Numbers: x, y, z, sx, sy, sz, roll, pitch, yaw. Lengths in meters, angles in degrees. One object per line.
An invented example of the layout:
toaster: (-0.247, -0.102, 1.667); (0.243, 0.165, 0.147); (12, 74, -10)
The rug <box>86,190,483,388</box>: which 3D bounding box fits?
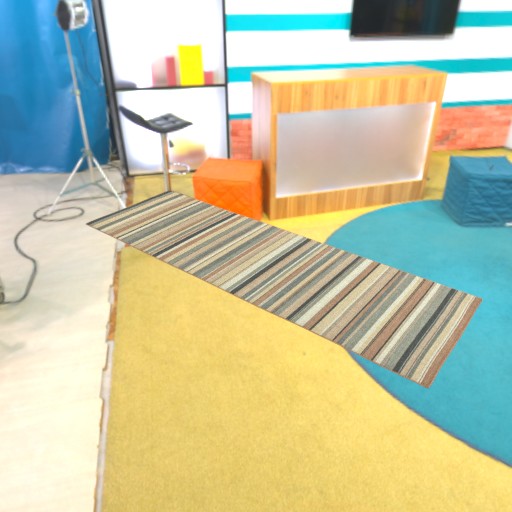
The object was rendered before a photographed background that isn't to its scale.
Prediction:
rug: (0.000, 0.000, 2.734); (2.444, 0.010, 0.799); (22, 37, 32)
